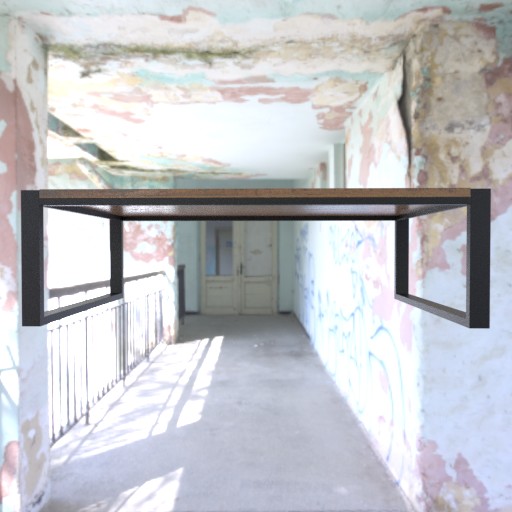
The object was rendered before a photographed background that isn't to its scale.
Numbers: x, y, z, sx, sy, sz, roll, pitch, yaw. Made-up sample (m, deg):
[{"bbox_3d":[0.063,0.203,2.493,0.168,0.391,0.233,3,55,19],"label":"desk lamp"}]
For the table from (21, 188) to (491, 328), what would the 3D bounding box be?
[{"bbox_3d":[0.000,0.000,1.650,1.350,0.400,0.750,0,1,1],"label":"table"}]
